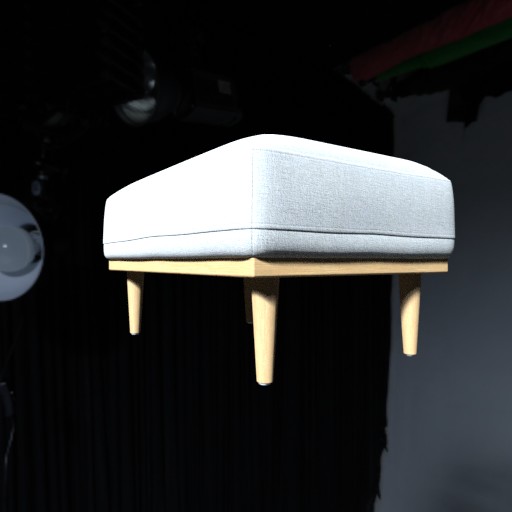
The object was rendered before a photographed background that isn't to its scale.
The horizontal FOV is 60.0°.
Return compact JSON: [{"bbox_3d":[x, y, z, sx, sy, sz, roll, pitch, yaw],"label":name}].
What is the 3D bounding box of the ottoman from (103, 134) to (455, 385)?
[{"bbox_3d":[0.000,0.000,1.090,0.549,0.428,0.749,0,-1,-35],"label":"ottoman"}]
